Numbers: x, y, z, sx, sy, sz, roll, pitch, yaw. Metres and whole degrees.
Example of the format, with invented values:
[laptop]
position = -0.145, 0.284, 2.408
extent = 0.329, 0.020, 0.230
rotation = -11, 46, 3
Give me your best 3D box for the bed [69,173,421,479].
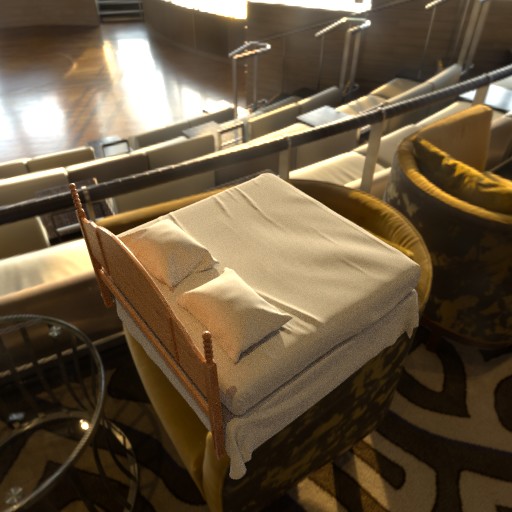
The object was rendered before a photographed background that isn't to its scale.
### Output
[bed]
position = 0.000, 0.000, 3.791
extent = 2.219, 1.355, 2.322
rotation = -27, 48, -28
